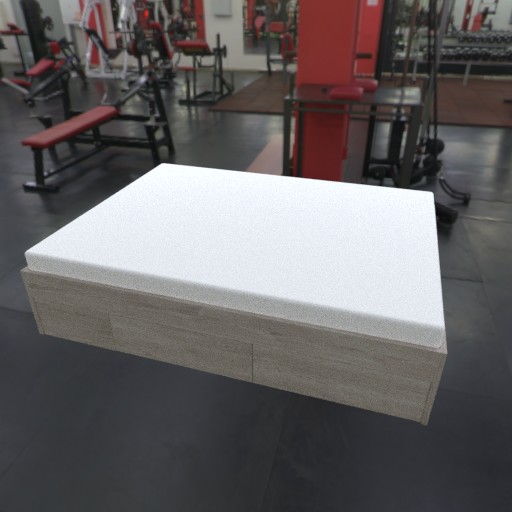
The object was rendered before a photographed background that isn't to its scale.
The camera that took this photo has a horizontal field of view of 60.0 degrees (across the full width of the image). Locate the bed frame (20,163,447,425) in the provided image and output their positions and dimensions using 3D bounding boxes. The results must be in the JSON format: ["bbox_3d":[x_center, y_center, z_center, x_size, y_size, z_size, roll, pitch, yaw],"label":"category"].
[{"bbox_3d":[0.000,0.000,2.570,1.944,0.490,1.448,9,31,15],"label":"bed frame"}]
